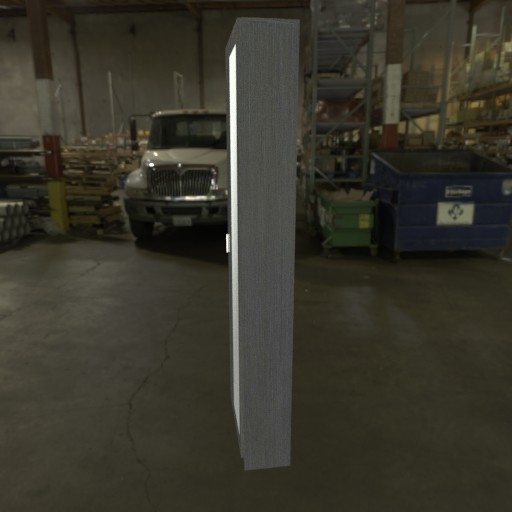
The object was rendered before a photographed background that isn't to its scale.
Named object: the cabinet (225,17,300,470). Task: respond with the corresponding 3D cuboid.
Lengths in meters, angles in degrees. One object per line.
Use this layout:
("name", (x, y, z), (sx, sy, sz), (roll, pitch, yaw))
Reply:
("cabinet", (0.000, 0.000, 1.963), (0.230, 1.790, 0.500), (-2, 14, -8))
